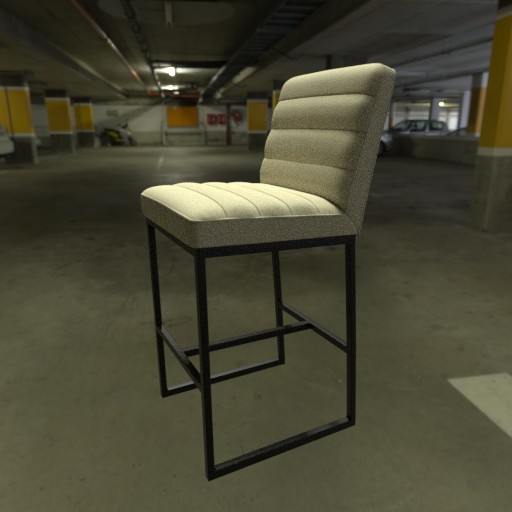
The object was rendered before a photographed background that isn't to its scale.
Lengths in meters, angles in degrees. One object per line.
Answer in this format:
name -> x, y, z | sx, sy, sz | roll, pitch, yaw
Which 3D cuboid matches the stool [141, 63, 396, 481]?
stool -> 0.000, 0.000, 1.304 | 0.560, 1.040, 0.460 | -8, 18, -27
